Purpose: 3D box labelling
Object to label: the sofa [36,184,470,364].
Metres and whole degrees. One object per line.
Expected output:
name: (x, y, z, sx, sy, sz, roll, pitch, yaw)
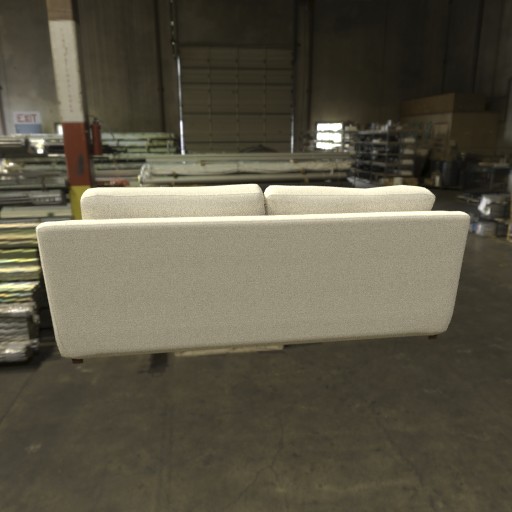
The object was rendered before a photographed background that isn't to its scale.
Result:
sofa: (0.000, 0.000, 3.027, 2.470, 1.022, 1.009, -2, 15, -8)
